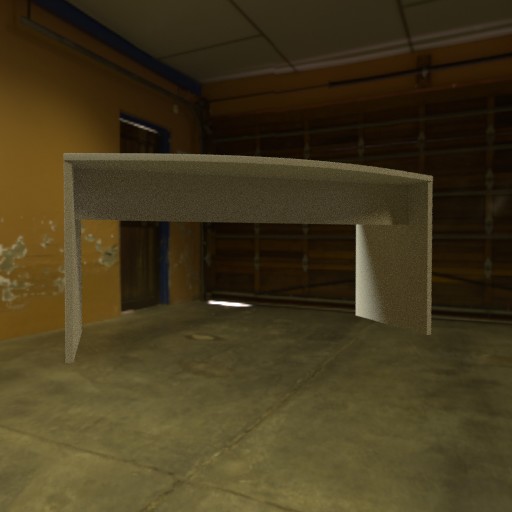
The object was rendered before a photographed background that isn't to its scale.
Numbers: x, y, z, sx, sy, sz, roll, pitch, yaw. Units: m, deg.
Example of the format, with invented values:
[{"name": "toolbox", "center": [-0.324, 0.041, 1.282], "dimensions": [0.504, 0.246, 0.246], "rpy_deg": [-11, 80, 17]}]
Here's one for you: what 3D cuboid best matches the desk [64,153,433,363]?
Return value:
[{"name": "desk", "center": [0.000, 0.000, 2.060], "dimensions": [1.600, 0.750, 0.802], "rpy_deg": [0, 1, -19]}]
